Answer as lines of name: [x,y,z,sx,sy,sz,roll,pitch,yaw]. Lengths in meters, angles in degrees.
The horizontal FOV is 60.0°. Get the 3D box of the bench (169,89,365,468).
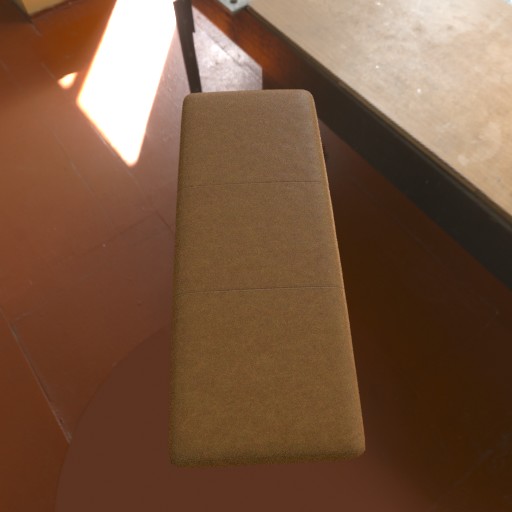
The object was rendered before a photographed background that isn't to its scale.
bench: [0.000,0.000,1.885,0.653,0.399,1.610,-2,62,-1]
